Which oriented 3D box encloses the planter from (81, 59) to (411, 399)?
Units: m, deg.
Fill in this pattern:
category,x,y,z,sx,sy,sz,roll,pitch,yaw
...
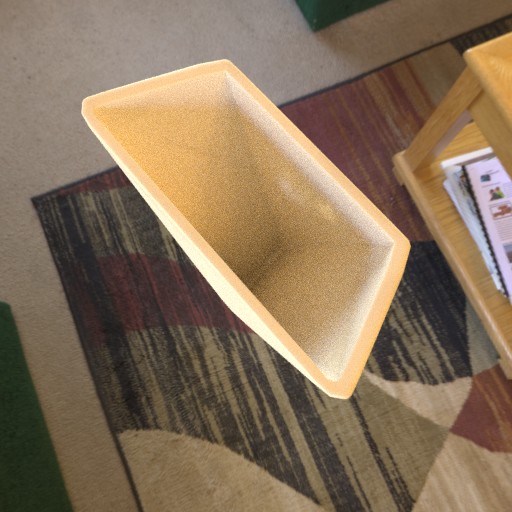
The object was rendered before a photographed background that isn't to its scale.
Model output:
category,x,y,z,sx,sy,sz,roll,pitch,yaw
planter,0.000,0.000,0.260,0.060,0.197,0.150,-41,80,-9
